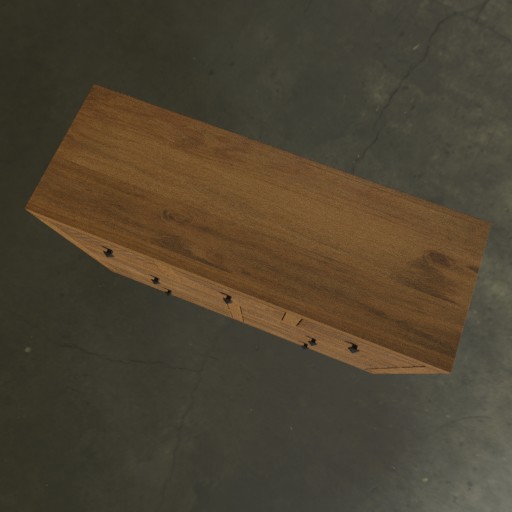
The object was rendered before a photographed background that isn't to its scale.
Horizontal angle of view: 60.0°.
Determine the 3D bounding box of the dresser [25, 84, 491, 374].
[{"bbox_3d":[0.000,0.000,1.660,1.261,0.825,0.479,21,76,5],"label":"dresser"}]
